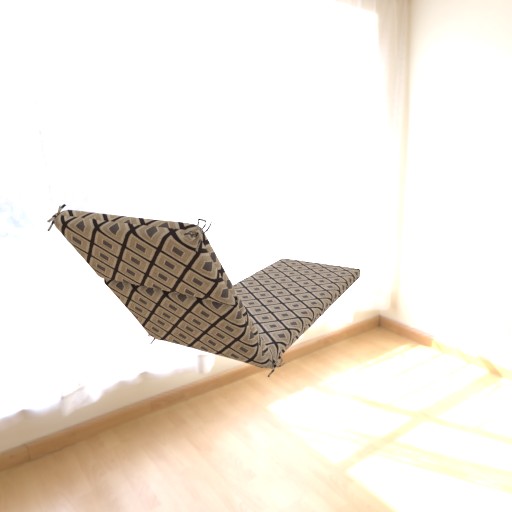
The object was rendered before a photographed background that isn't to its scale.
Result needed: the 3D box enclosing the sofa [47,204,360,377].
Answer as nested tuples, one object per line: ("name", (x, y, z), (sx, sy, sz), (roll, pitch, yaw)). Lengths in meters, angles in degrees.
("sofa", (0.000, 0.000, 1.956), (0.582, 0.622, 1.663), (8, 17, 27))
